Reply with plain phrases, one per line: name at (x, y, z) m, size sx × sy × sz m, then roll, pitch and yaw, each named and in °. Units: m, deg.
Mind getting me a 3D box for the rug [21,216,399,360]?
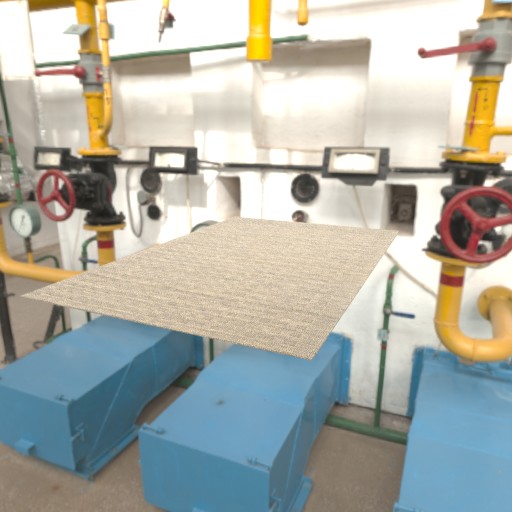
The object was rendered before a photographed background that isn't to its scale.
rug at (0.000, 0.000, 2.202) m, size 1.142 × 0.006 × 1.752 m, roll 7°, pitch 17°, yaw 24°
